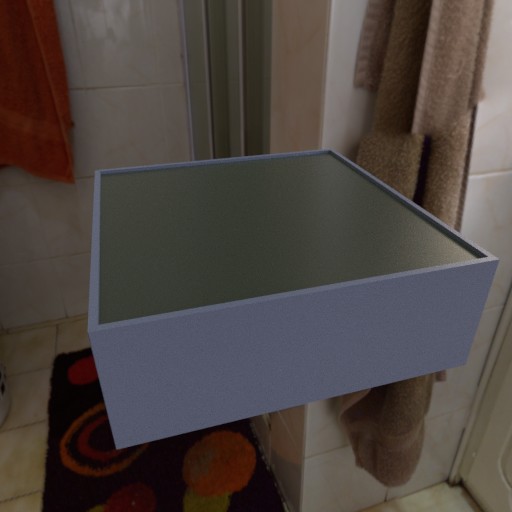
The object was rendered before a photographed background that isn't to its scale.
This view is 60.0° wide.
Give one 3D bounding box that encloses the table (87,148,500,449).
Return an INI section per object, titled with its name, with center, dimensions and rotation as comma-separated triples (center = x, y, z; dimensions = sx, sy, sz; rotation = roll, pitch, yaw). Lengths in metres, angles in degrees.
[table]
center = 0.000, 0.000, 1.214
dimensions = 0.801, 0.299, 0.801
rotation = -9, 31, -14
